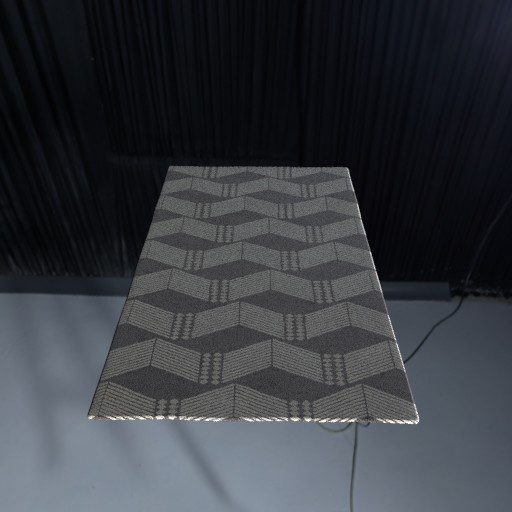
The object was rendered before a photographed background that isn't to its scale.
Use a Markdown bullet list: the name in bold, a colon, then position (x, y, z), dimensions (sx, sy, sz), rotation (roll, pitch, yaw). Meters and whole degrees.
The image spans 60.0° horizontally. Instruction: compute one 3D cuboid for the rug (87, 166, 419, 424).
- **rug**: position (0.000, 0.000, 2.299), dimensions (1.210, 0.016, 1.833), rotation (1, 41, 1)
